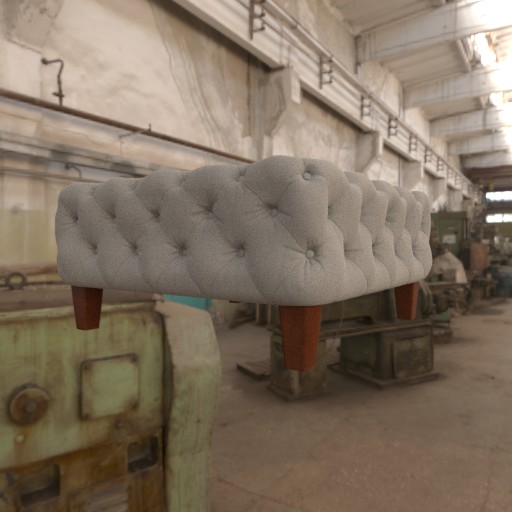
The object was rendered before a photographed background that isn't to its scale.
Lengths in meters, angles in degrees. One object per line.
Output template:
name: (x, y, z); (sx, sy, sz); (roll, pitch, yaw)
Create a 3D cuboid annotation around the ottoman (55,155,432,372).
ottoman: (0.000, 0.000, 1.432); (0.911, 0.439, 0.917); (1, 2, 35)
